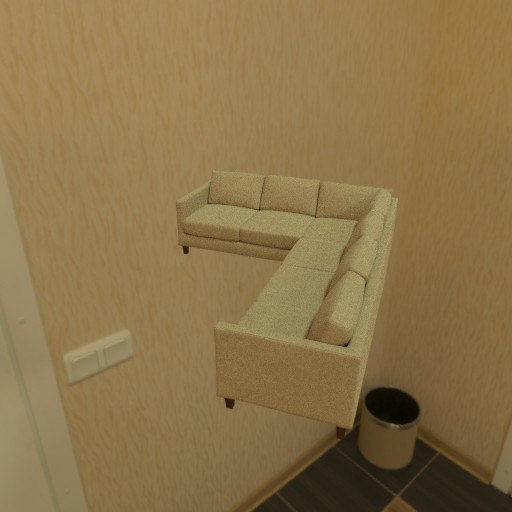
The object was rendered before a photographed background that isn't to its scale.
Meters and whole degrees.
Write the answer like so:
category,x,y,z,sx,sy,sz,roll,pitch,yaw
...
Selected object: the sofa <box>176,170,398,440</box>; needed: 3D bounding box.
category,x,y,z,sx,sy,sz,roll,pitch,yaw
sofa,0.000,0.000,4.339,2.432,0.863,3.182,9,27,18
